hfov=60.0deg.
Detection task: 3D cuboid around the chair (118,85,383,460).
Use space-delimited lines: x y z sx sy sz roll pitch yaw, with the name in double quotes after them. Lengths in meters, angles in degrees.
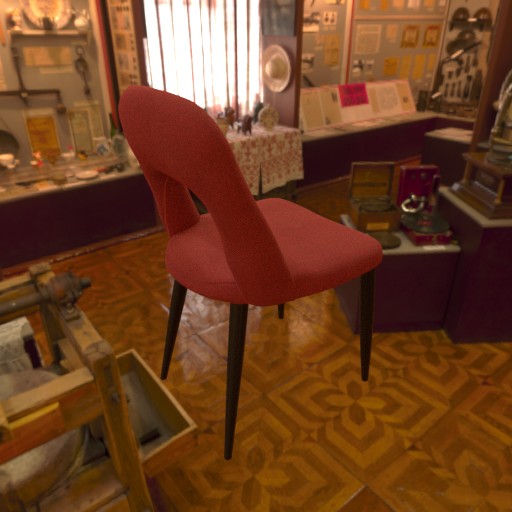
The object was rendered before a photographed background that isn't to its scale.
0.000 0.000 1.199 0.569 0.892 0.483 -19 33 -32 "chair"
